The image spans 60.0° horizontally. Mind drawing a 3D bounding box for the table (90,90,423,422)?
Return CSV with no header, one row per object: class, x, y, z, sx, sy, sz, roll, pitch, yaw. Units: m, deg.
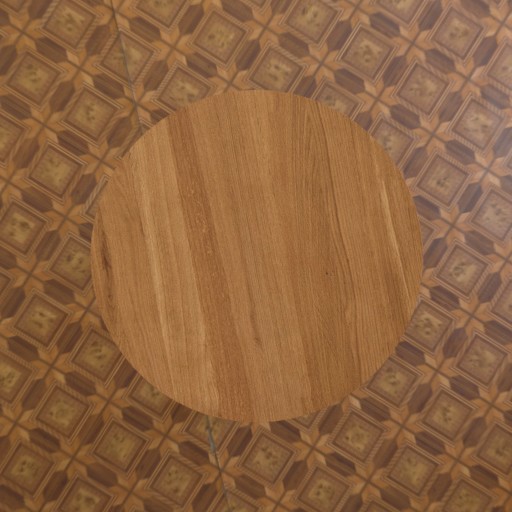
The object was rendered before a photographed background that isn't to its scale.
table,0.000,0.000,1.715,1.038,0.666,1.038,0,90,-1
